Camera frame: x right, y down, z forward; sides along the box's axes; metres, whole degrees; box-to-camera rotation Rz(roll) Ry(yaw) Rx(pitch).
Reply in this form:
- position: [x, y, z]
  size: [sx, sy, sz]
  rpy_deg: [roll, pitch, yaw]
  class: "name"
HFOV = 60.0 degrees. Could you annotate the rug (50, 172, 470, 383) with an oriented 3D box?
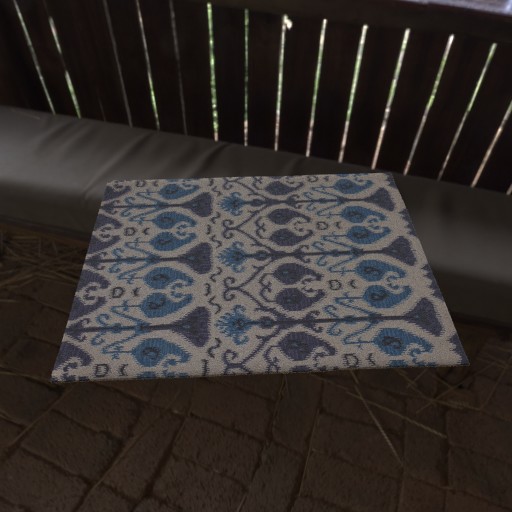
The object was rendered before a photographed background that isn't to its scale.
- position: [0.000, 0.000, 4.210]
  size: [3.228, 0.024, 2.443]
  rpy_deg: [-2, 48, -2]
  class: "rug"
